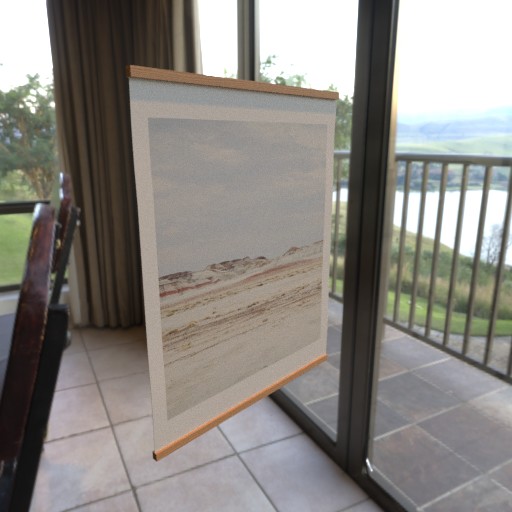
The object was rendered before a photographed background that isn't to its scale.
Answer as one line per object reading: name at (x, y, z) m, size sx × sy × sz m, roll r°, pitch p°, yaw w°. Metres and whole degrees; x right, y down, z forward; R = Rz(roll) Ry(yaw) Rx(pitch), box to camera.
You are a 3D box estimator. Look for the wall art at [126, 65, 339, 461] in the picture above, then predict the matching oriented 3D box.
wall art at (0.000, 0.000, 0.689) m, size 0.010 × 0.507 × 0.404 m, roll 14°, pitch 20°, yaw 42°
